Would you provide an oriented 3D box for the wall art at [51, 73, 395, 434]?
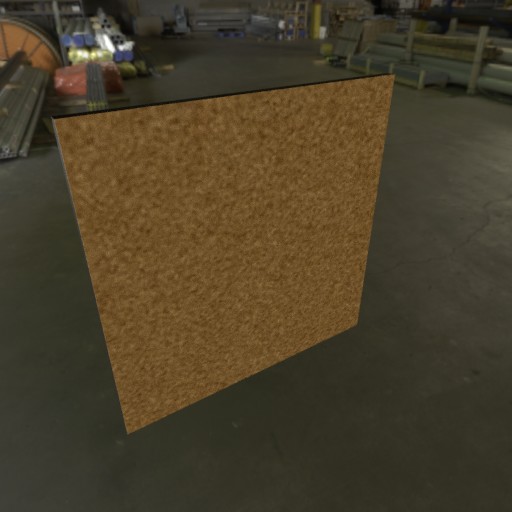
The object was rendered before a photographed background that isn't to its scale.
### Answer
[{"bbox_3d":[0.000,0.000,0.627,0.446,0.445,0.014,-18,36,-28],"label":"wall art"}]
